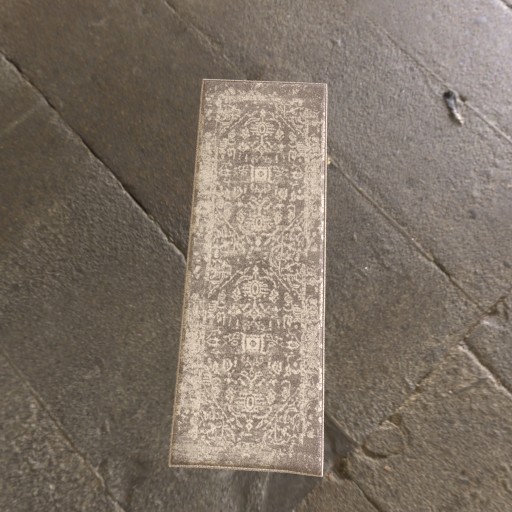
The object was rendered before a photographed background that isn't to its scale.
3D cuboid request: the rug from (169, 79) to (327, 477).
[{"bbox_3d":[0.000,0.000,2.723,0.855,0.017,2.452,3,76,1],"label":"rug"}]
